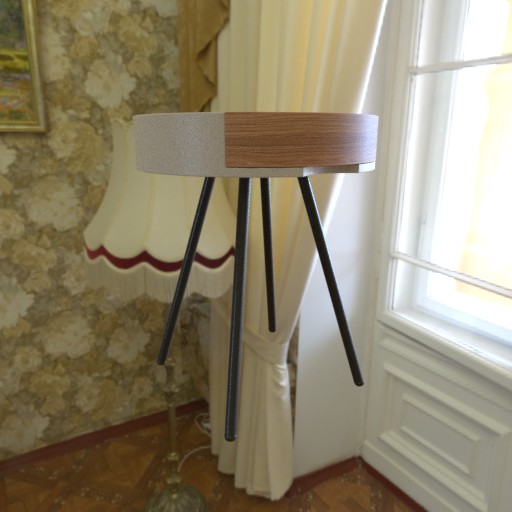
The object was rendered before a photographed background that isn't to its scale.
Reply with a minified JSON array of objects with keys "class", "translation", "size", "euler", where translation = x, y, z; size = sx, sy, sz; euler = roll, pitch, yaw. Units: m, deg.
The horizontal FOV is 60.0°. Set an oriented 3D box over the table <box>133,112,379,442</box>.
[{"class":"table","translation":[0.000,0.000,0.878],"size":[0.450,0.525,0.450],"euler":[0,16,0]}]
